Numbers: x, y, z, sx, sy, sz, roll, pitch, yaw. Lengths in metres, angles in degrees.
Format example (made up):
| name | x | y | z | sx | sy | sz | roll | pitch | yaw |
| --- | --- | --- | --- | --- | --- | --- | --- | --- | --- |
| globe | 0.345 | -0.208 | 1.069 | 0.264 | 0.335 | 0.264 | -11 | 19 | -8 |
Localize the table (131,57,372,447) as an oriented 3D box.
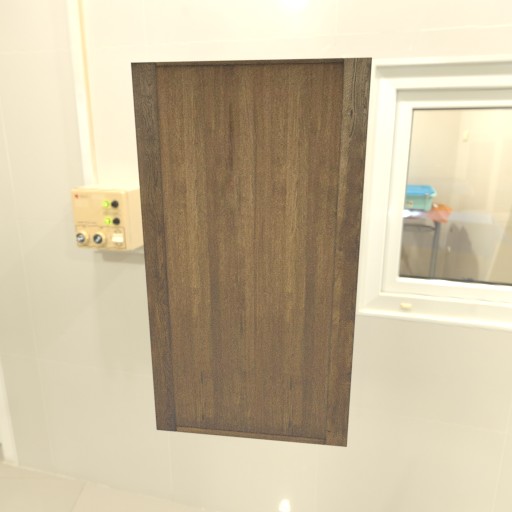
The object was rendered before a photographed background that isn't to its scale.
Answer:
| name | x | y | z | sx | sy | sz | roll | pitch | yaw |
| --- | --- | --- | --- | --- | --- | --- | --- | --- | --- |
| table | 0.000 | 0.000 | 2.553 | 1.100 | 2.000 | 0.600 | 2 | 16 | 7 |
